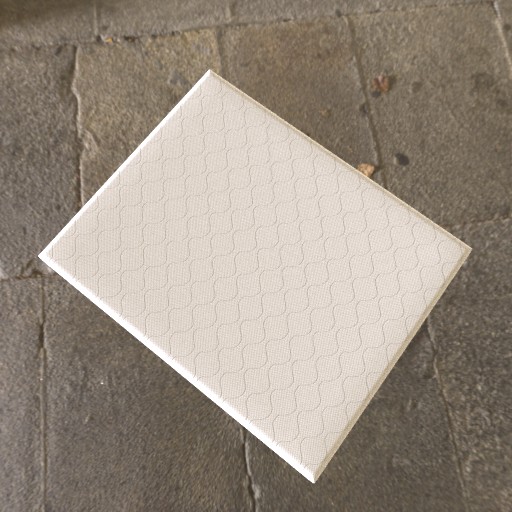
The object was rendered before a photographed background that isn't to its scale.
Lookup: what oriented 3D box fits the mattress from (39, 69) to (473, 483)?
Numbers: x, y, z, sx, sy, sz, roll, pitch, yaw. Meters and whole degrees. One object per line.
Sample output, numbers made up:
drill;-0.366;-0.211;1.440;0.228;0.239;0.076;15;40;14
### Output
mattress;0.000;0.000;2.680;2.000;0.200;1.600;37;79;9
